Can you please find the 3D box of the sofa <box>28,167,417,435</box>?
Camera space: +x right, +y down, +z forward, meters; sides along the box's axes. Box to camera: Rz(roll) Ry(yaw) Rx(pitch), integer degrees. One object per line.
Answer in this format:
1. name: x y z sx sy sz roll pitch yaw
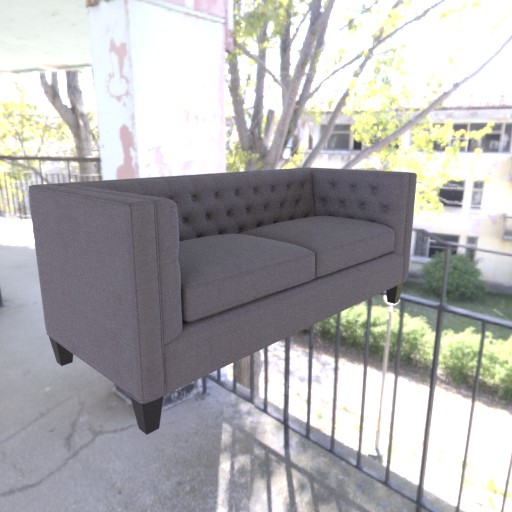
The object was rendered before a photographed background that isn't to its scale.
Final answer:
1. sofa: 0.000 0.000 2.175 0.775 0.762 1.778 14 20 42
